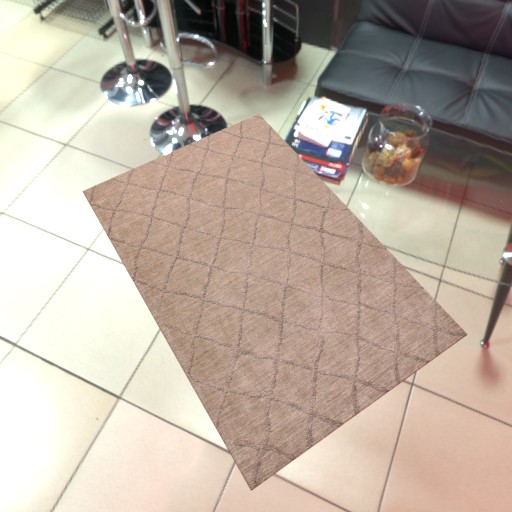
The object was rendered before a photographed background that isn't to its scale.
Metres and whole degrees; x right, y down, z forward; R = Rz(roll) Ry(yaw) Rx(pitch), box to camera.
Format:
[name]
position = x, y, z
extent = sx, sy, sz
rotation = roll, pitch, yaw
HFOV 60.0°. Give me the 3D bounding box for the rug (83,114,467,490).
[rug]
position = 0.000, 0.000, 2.920
extent = 1.521, 0.015, 2.280
rotation = -29, 63, -16
